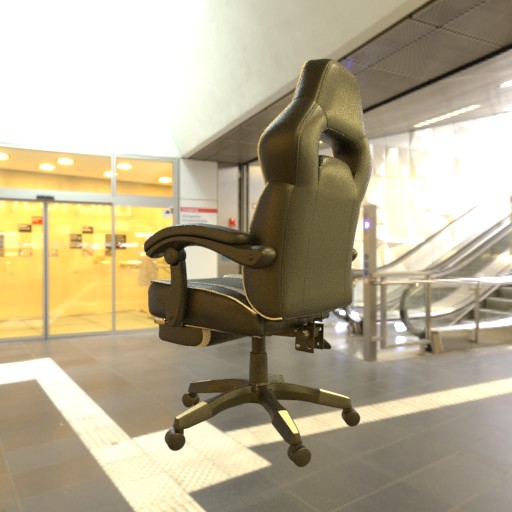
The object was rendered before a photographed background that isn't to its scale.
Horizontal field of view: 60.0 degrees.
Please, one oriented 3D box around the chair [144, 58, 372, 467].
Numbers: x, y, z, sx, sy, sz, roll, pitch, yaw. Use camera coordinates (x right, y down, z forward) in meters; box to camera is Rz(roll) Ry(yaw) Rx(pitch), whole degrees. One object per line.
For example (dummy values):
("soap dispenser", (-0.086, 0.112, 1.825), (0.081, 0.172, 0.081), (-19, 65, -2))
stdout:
("chair", (0.000, 0.000, 1.576), (0.700, 1.200, 0.676), (0, 1, 35))
